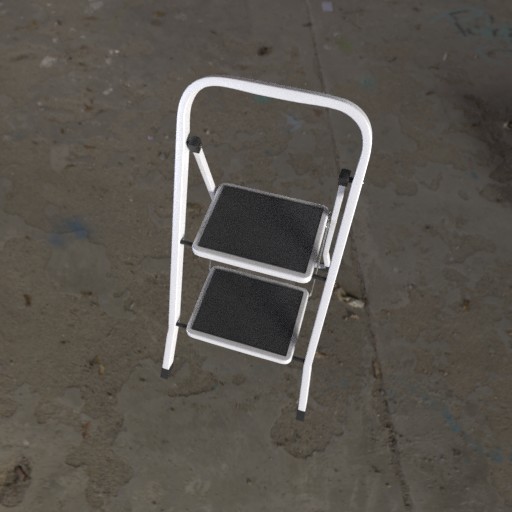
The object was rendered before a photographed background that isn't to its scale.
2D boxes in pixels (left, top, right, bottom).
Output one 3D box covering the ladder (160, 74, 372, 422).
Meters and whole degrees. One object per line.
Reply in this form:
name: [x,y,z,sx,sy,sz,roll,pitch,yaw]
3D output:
ladder: [0.000,0.000,1.141,0.460,0.810,0.544,14,59,9]
